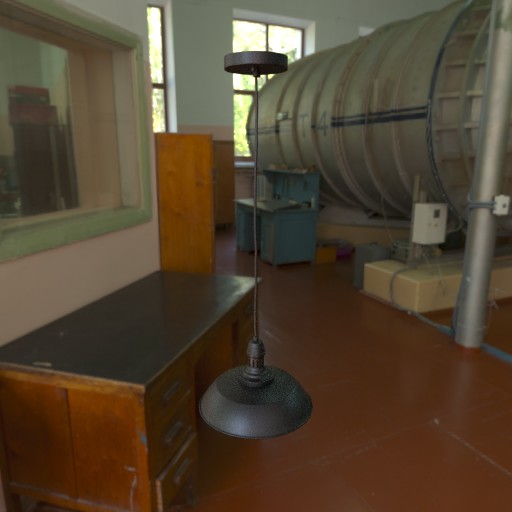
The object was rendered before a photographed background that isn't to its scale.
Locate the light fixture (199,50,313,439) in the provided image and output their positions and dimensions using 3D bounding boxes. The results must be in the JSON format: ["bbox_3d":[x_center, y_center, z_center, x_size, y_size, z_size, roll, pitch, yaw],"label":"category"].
[{"bbox_3d":[0.000,0.000,1.195,0.331,0.993,0.331,2,13,8],"label":"light fixture"}]
